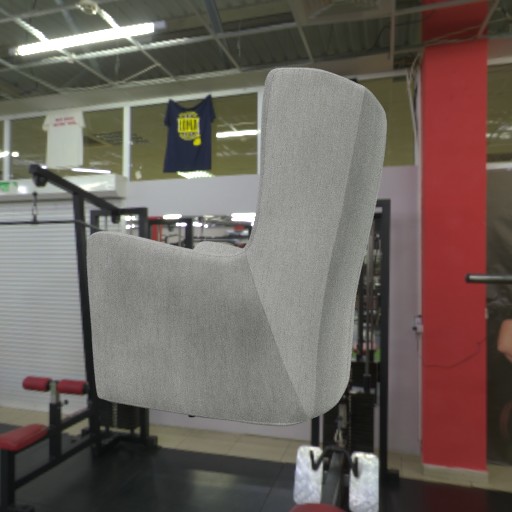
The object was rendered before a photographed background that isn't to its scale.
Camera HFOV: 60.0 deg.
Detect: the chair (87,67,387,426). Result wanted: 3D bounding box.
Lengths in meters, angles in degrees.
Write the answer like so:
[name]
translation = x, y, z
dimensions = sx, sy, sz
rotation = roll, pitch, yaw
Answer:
[chair]
translation = 0.000, 0.000, 1.595
dimensions = 0.904, 1.000, 0.779
rotation = 0, -1, 19
